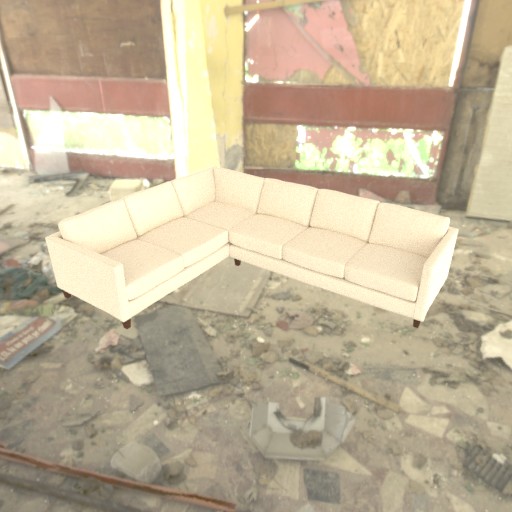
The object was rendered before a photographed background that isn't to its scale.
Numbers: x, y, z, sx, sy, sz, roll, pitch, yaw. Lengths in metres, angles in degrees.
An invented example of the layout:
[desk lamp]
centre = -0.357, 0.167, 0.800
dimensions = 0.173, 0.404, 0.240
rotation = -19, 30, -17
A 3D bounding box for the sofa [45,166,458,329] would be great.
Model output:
[sofa]
centre = 0.000, 0.000, 4.363
dimensions = 3.182, 0.863, 2.432
rotation = 18, 33, 30
